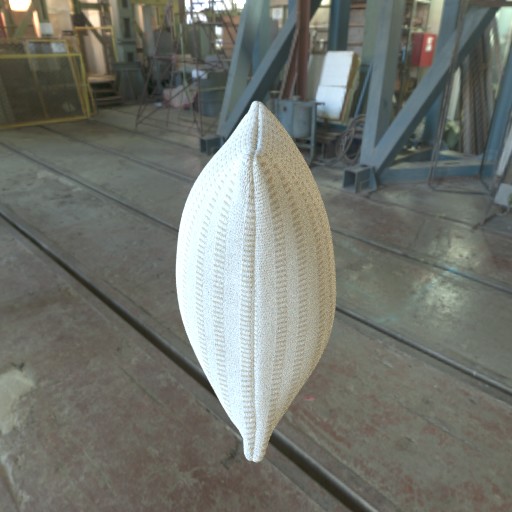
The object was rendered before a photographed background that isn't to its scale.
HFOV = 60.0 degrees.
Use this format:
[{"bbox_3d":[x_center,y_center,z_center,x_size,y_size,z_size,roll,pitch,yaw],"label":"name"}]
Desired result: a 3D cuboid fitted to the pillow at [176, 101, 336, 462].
[{"bbox_3d":[0.000,0.000,0.702,0.247,0.419,0.438,0,26,1],"label":"pillow"}]
